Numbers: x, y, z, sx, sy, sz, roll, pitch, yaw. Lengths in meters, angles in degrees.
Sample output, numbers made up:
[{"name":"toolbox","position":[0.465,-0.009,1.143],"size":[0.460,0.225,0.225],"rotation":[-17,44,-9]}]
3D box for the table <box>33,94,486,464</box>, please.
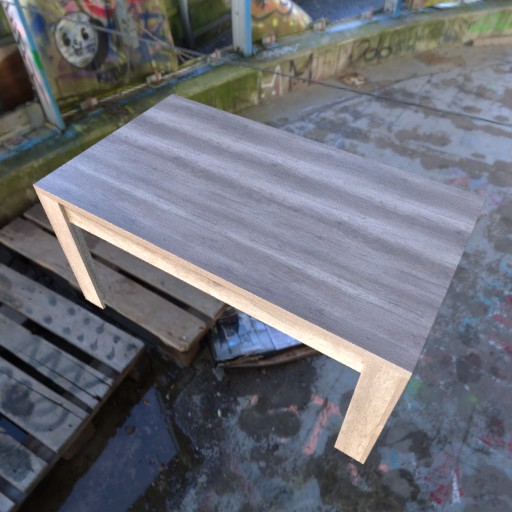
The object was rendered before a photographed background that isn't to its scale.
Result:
[{"name":"table","position":[0.000,0.000,2.078],"size":[1.600,0.775,0.900],"rotation":[25,52,21]}]
